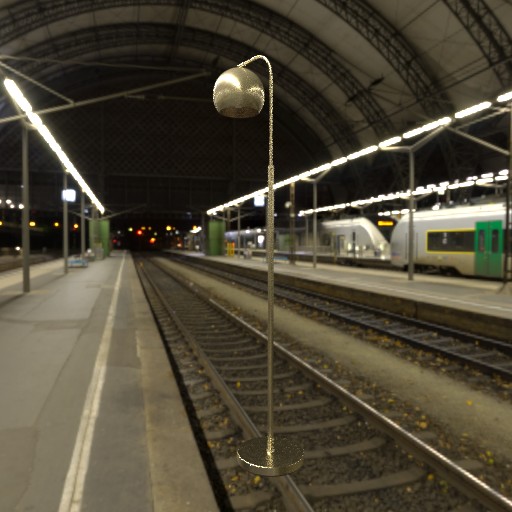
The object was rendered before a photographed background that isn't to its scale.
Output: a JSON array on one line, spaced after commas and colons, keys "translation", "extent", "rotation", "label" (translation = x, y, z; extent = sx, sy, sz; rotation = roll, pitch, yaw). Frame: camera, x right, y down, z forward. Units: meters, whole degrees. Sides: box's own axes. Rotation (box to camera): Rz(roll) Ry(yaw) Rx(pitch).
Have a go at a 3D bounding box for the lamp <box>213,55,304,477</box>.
[{"translation": [0.000, 0.000, 1.712], "extent": [0.250, 1.526, 0.431], "rotation": [-1, 2, -37], "label": "lamp"}]
